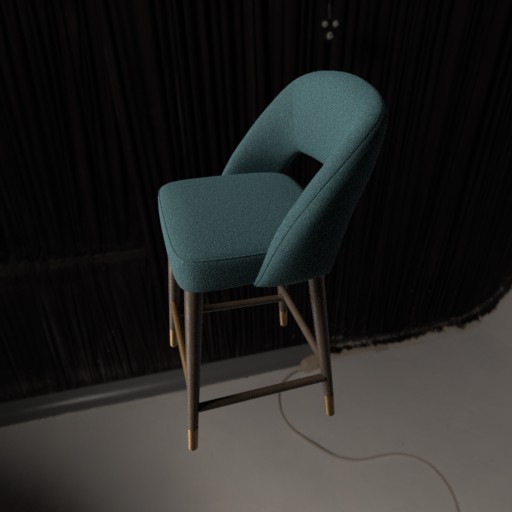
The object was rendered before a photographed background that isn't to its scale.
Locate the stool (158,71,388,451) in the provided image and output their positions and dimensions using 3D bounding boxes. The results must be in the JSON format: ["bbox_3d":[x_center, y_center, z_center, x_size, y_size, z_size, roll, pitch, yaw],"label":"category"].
[{"bbox_3d":[0.000,0.000,1.250,0.522,0.939,0.536,-8,32,-14],"label":"stool"}]
